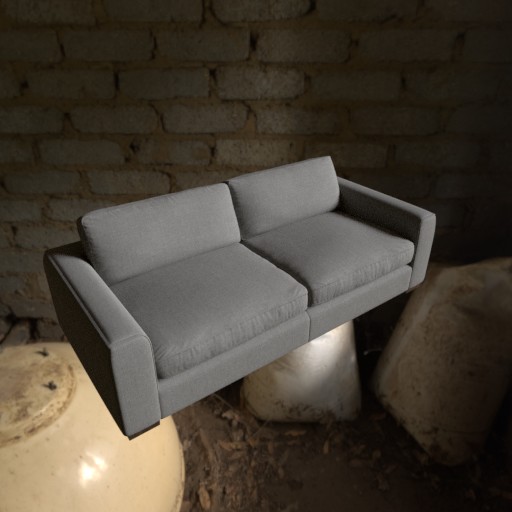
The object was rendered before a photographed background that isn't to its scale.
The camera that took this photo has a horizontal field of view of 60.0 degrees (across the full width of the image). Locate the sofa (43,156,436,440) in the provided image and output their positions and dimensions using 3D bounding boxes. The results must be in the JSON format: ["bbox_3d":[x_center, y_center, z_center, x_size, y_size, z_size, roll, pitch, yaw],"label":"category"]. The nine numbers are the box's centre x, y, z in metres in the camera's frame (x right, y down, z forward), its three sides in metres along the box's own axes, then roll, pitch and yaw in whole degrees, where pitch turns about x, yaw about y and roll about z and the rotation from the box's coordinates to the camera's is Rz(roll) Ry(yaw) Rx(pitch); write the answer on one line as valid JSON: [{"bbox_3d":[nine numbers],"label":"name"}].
[{"bbox_3d":[0.000,0.000,2.781,2.262,0.801,1.070,-20,35,-31],"label":"sofa"}]
